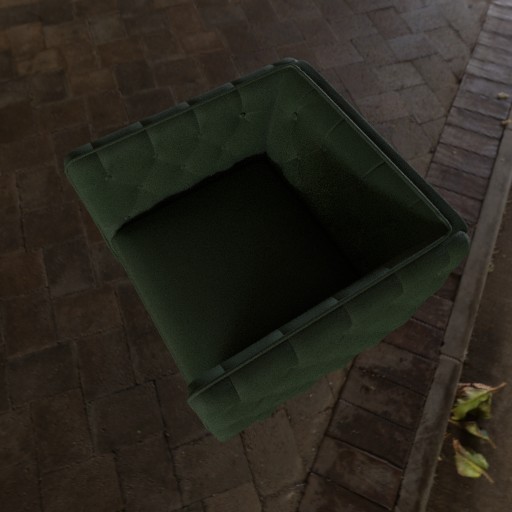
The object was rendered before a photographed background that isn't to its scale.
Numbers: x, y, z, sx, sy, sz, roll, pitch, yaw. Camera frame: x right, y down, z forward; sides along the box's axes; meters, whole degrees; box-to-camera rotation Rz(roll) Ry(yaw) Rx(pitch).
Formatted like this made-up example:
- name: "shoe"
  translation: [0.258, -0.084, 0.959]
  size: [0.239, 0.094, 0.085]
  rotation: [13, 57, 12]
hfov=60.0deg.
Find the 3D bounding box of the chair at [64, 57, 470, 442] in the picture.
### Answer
- name: "chair"
  translation: [0.000, 0.000, 1.552]
  size: [0.855, 0.768, 0.917]
  rotation: [-29, 66, -14]
